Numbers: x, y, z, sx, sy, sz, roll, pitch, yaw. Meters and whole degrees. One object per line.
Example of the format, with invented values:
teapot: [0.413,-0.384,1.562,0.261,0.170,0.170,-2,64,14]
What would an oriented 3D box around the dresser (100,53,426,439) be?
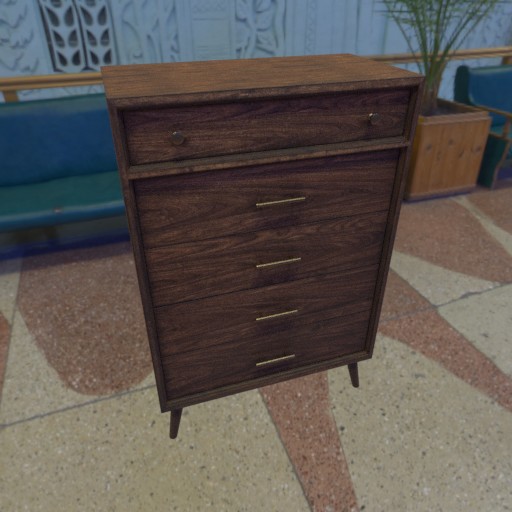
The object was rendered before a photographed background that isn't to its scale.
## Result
dresser: [0.000,0.000,1.749,0.919,1.365,0.498,-10,34,-15]
